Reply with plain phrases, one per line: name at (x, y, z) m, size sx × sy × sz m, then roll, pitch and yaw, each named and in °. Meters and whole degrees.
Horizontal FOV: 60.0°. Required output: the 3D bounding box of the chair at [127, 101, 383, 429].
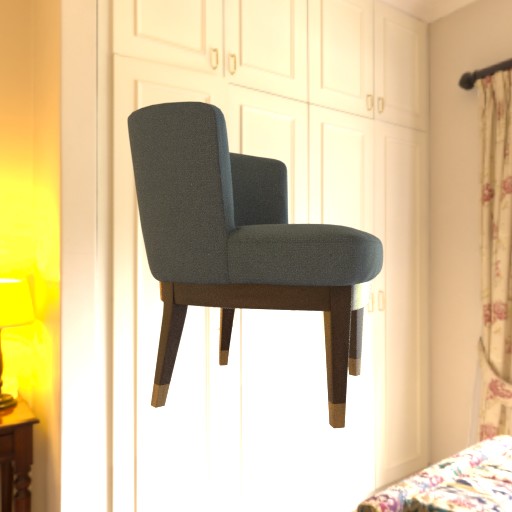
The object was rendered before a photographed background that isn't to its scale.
chair at (0.000, 0.000, 1.278) m, size 0.702 × 0.760 × 0.661 m, roll 0°, pitch 0°, yaw 17°
